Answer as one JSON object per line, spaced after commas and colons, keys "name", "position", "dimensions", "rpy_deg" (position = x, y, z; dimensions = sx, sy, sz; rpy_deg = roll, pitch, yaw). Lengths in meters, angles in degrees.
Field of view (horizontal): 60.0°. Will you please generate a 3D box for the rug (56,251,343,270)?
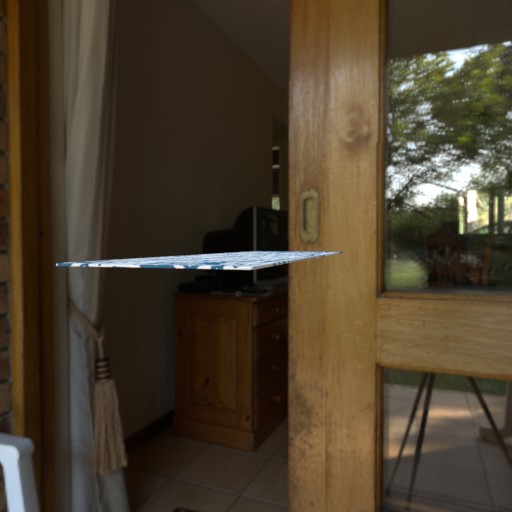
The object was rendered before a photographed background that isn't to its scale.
{"name": "rug", "position": [0.000, 0.000, 2.648], "dimensions": [0.750, 0.011, 2.435], "rpy_deg": [1, 2, 18]}
